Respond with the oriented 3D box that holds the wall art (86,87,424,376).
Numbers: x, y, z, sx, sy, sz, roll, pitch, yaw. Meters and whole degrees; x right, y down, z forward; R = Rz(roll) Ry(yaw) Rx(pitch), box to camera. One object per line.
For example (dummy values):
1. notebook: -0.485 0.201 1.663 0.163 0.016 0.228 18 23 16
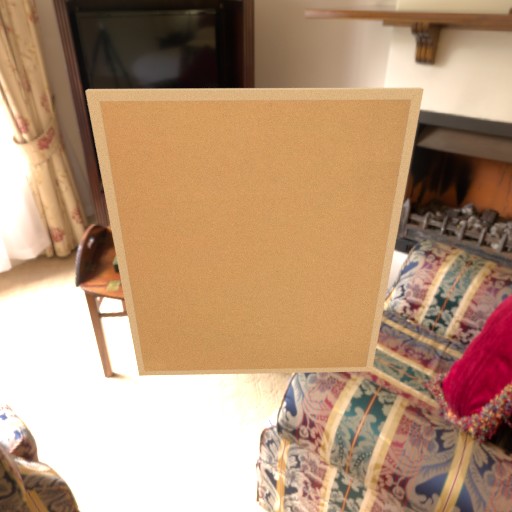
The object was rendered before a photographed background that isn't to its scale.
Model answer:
1. wall art: 0.000 0.000 0.778 0.482 0.557 0.012 -1 31 -1
